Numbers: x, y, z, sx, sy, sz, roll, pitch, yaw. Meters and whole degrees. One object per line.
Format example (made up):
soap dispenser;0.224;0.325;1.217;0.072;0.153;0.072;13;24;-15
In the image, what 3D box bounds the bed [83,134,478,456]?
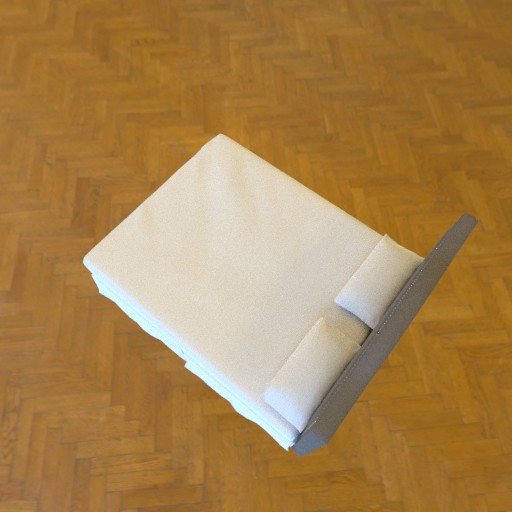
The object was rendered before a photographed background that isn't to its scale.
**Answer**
bed;0.000;0.000;3.400;2.282;1.436;1.821;36;69;16
